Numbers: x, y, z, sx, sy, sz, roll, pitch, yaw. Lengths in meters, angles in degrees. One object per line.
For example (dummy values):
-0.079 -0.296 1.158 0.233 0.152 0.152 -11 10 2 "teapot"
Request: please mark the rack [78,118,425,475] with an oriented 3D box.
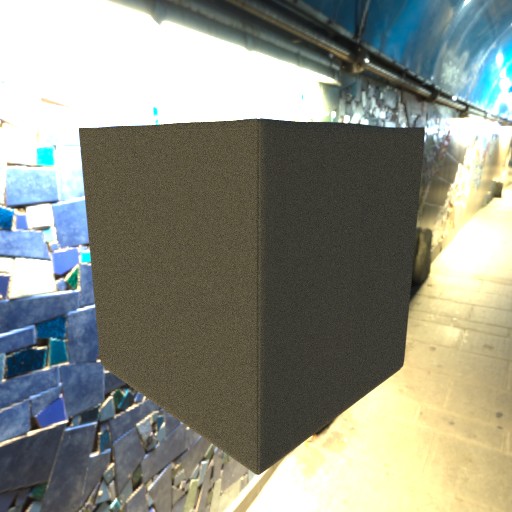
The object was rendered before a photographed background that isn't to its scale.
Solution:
0.000 0.000 0.503 0.270 0.280 0.270 13 19 43 "rack"
